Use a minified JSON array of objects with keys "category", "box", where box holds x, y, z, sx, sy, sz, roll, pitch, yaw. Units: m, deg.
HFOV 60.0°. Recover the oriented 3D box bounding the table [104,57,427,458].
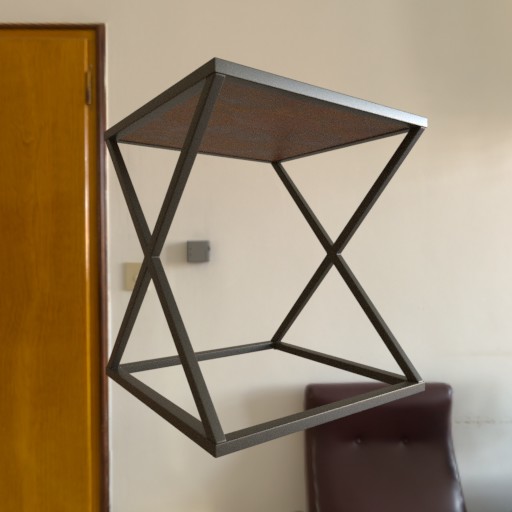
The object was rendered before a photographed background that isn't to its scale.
[{"category":"table","box":[0.000,0.000,0.963,0.500,0.565,0.500,-1,2,-36]}]
